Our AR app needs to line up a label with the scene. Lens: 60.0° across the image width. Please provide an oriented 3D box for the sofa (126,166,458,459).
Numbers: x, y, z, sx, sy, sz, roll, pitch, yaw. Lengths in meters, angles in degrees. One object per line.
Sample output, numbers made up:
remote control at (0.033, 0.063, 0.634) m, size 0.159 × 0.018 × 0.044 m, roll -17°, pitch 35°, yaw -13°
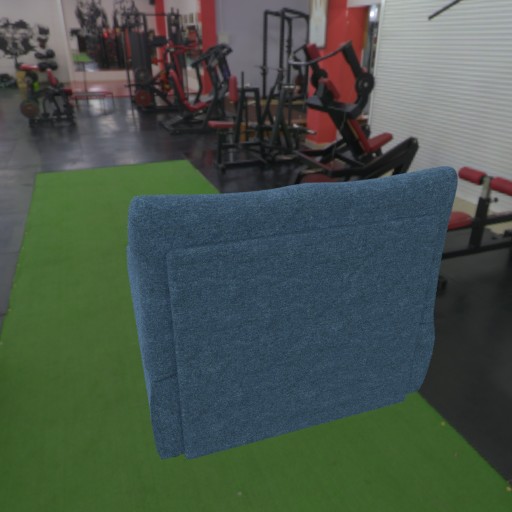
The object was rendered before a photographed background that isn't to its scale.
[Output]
sofa at (0.000, 0.000, 1.669) m, size 0.930 × 0.820 × 1.000 m, roll -8°, pitch 27°, yaw -17°
